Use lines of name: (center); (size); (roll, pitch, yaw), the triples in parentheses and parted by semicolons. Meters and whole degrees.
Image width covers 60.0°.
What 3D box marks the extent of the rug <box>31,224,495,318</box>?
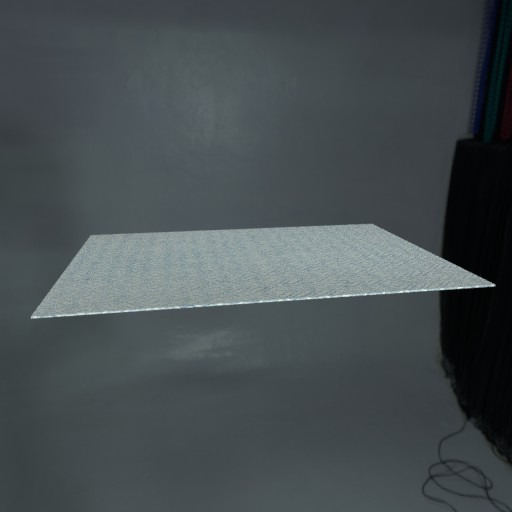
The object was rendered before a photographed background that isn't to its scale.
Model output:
rug: (0.000, 0.000, 2.283); (1.824, 0.008, 1.220); (-3, 17, -10)
